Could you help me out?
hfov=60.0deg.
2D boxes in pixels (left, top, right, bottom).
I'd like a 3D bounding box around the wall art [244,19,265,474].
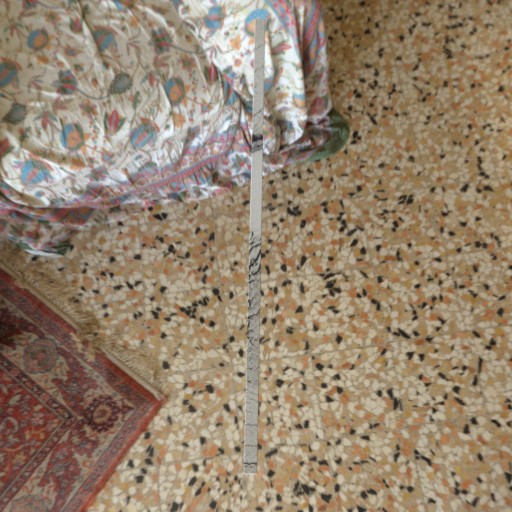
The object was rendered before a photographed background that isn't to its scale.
[{"bbox_3d":[0.000,0.000,1.145,0.023,0.607,0.914,1,75,0],"label":"wall art"}]
